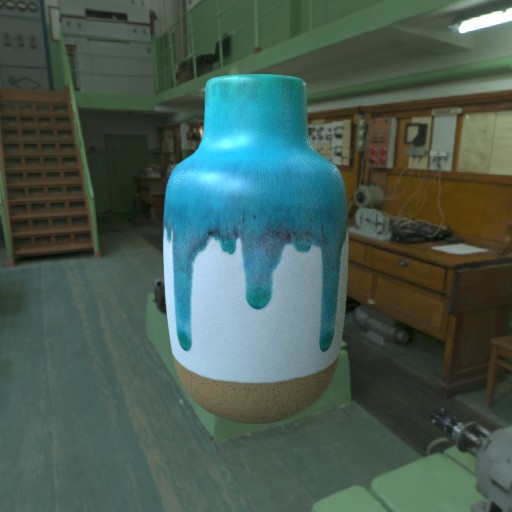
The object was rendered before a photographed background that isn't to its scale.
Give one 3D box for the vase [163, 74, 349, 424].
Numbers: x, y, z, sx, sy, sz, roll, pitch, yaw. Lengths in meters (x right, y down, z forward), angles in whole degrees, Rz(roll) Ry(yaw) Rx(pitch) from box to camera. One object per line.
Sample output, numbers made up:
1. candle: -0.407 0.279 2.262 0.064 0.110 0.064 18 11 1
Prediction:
1. vase: 0.000 0.000 0.259 0.106 0.192 0.106 0 14 0
